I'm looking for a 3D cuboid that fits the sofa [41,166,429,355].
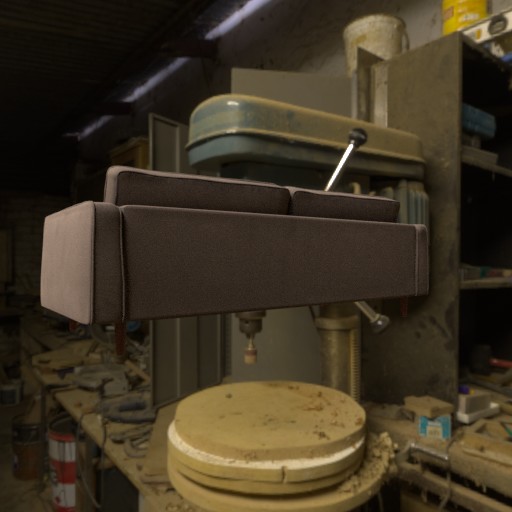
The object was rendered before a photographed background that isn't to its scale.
[{"bbox_3d":[0.000,0.000,2.710,2.295,0.813,0.923,0,0,-36],"label":"sofa"}]
